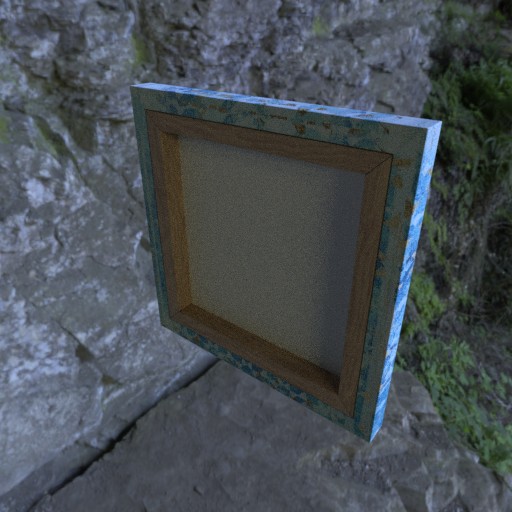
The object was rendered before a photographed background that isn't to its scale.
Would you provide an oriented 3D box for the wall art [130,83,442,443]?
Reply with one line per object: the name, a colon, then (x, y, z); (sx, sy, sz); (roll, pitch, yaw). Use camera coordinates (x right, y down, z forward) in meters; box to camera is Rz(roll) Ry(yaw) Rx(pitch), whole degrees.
wall art: (0.000, 0.000, 0.601); (0.405, 0.405, 0.037); (21, 35, 33)
